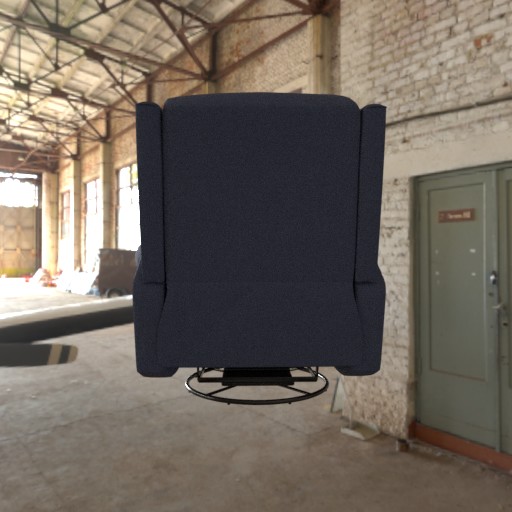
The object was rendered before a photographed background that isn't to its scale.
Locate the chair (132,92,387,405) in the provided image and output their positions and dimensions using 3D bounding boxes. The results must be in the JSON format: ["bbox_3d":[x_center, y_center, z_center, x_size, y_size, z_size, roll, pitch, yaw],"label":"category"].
[{"bbox_3d":[0.000,0.000,1.738,0.971,1.020,0.877,0,0,-2],"label":"chair"}]
